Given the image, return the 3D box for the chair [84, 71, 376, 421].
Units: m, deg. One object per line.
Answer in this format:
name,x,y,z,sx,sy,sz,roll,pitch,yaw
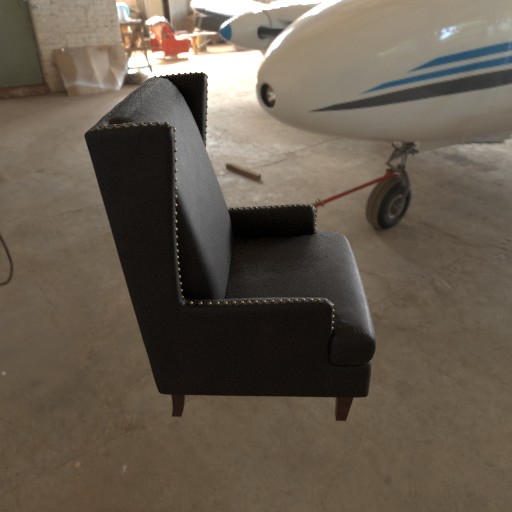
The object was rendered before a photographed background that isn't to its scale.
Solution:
chair,0.000,0.000,1.608,0.799,1.142,0.703,1,32,1
